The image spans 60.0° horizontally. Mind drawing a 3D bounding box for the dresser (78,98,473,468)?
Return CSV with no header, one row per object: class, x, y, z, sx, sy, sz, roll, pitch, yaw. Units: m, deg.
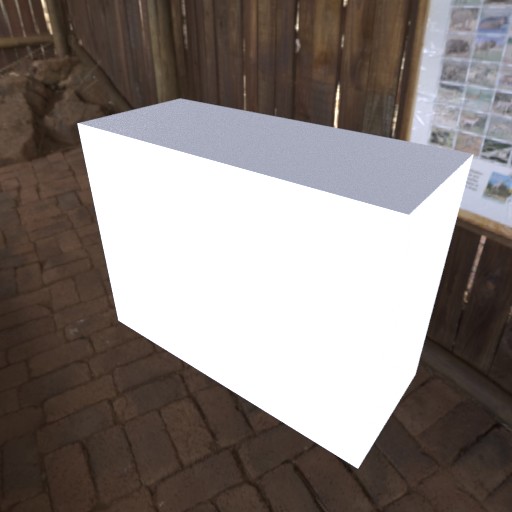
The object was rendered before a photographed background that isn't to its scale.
dresser,0.000,0.000,1.517,1.100,0.820,0.460,22,38,31
